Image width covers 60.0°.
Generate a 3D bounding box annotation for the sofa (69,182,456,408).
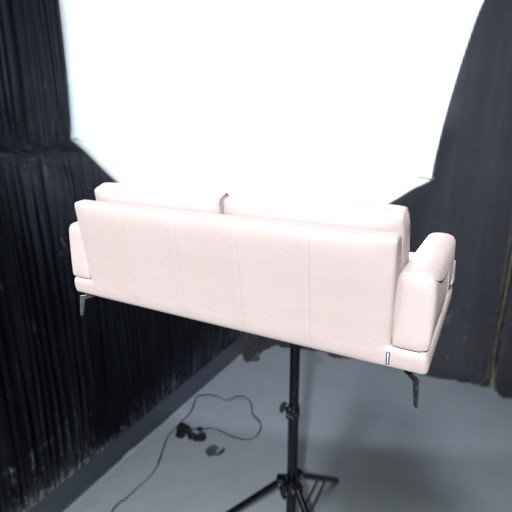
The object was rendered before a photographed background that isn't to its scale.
[{"bbox_3d":[0.000,0.000,2.400,1.940,0.765,0.974,9,18,27],"label":"sofa"}]
